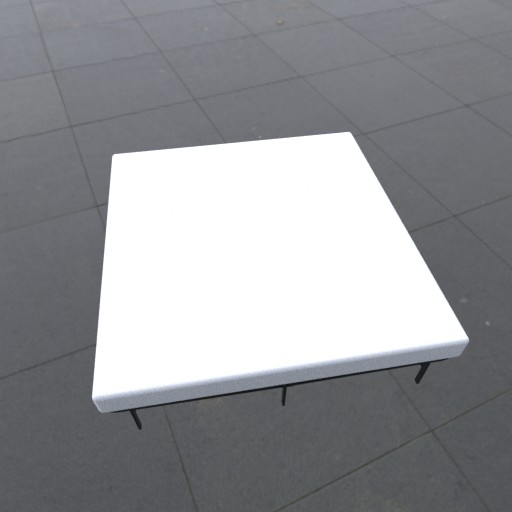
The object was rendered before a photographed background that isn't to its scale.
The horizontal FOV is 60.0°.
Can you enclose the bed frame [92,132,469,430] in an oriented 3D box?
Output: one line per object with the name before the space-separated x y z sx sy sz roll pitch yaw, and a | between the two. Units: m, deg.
bed frame | 0.000 0.000 3.065 1.935 0.525 2.033 -7 48 -6
